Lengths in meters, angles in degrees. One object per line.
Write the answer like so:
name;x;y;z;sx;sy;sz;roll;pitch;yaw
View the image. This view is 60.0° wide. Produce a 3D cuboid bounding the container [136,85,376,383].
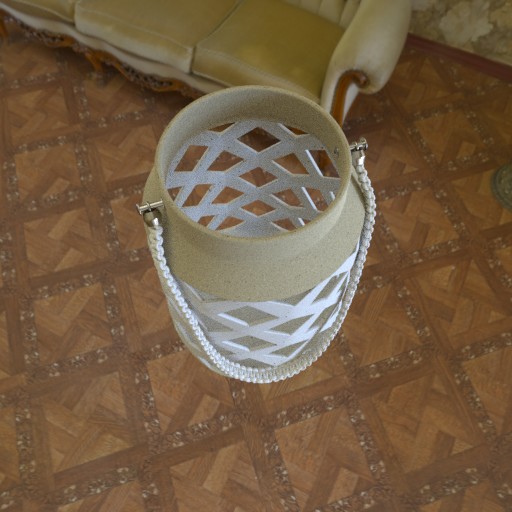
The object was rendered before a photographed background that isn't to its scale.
container;0.000;0.000;0.343;0.163;0.229;0.172;-18;65;-9
